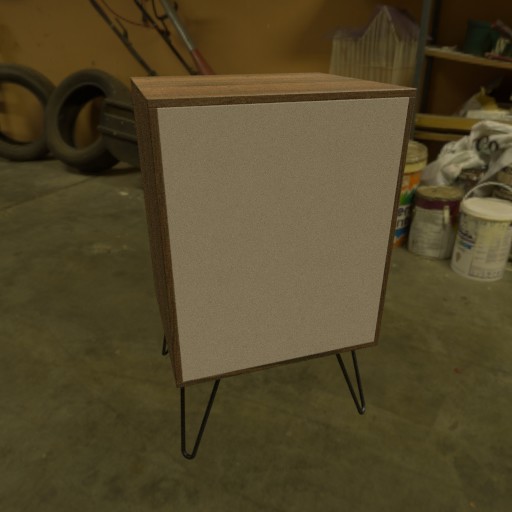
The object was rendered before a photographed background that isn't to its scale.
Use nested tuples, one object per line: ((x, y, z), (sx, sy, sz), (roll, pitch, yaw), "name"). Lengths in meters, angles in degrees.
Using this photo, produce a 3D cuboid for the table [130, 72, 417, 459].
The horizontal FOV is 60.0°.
((0.000, 0.000, 1.182), (0.526, 0.866, 0.457), (-8, 27, -16), "table")
